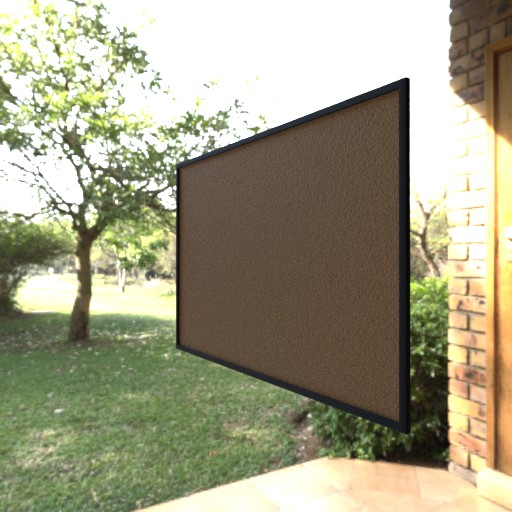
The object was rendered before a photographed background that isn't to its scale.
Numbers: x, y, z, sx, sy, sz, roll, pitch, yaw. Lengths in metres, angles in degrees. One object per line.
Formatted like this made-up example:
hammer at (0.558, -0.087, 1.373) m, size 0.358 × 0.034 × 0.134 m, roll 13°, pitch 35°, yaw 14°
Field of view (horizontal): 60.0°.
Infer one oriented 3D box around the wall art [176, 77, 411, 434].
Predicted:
wall art at (0.000, 0.000, 1.216) m, size 0.013 × 0.665 × 0.963 m, roll 0°, pitch 0°, yaw -36°
